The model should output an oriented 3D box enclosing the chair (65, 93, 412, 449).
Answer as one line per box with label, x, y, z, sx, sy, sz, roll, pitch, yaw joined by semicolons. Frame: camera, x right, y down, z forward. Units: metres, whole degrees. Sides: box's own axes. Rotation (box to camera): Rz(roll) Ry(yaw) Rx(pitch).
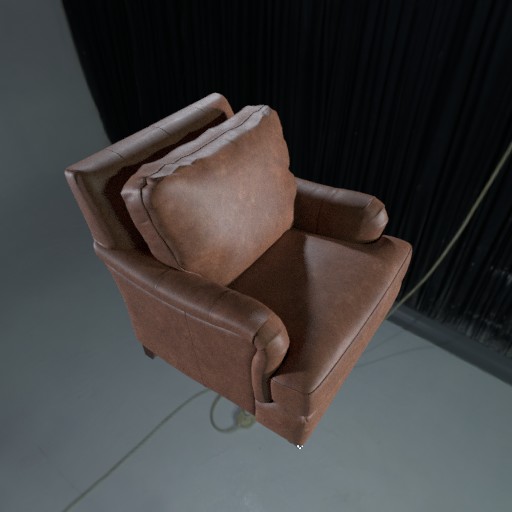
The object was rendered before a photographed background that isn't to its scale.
chair;0.000;0.000;1.971;1.158;1.055;0.986;25;48;25
